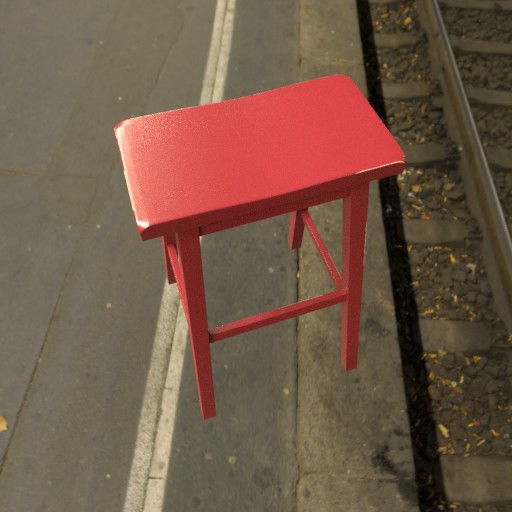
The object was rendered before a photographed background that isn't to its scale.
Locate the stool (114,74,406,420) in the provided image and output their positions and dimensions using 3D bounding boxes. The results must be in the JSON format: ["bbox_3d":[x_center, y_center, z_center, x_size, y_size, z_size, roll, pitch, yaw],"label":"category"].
[{"bbox_3d":[0.000,0.000,1.057,0.457,0.737,0.476,-16,59,-10],"label":"stool"}]
